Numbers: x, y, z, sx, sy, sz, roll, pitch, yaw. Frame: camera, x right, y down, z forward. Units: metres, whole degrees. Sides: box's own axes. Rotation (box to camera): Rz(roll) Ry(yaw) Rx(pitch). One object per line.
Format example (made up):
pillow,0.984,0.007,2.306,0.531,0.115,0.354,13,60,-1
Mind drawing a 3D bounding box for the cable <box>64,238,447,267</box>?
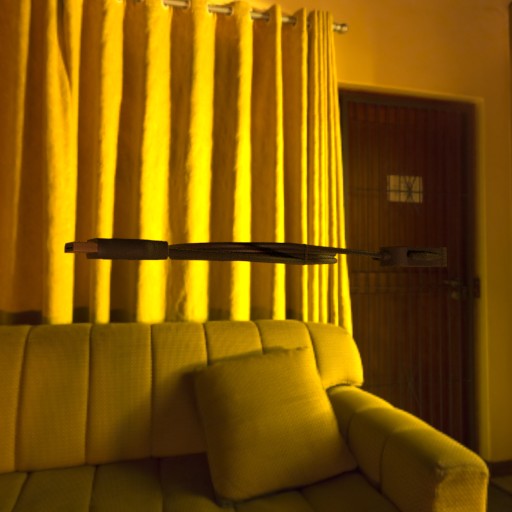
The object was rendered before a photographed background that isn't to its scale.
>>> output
cable,0.000,0.000,0.319,0.281,0.015,0.136,1,-2,-36
